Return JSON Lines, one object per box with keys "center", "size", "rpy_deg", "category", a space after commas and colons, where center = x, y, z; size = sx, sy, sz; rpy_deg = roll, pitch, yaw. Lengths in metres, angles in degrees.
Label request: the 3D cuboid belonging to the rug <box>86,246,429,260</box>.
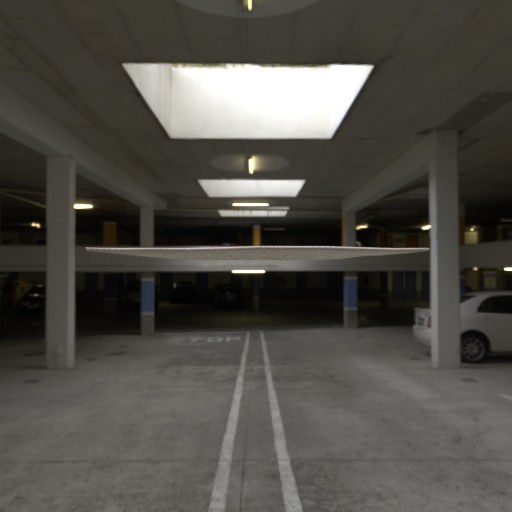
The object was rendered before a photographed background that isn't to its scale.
{"center": [0.000, 0.000, 1.085], "size": [0.511, 0.008, 0.869], "rpy_deg": [0, -1, 0], "category": "rug"}
